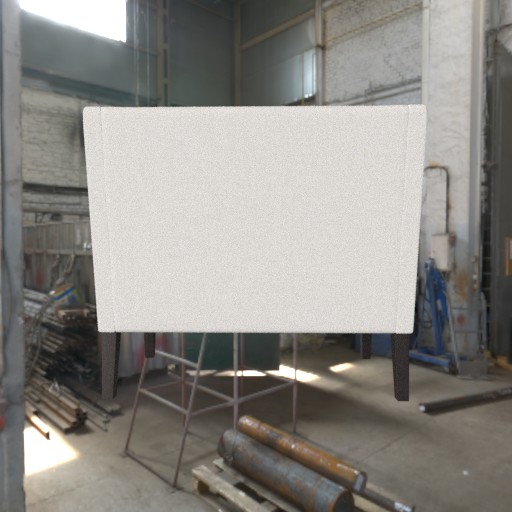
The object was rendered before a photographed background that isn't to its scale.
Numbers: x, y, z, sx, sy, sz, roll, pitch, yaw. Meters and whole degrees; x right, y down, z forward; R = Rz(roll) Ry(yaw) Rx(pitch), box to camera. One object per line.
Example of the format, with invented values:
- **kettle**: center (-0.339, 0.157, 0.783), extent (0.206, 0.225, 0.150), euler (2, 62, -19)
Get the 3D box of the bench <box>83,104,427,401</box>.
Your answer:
- **bench**: center (0.000, 0.000, 2.044), extent (1.280, 1.123, 0.847), euler (0, 2, 1)
